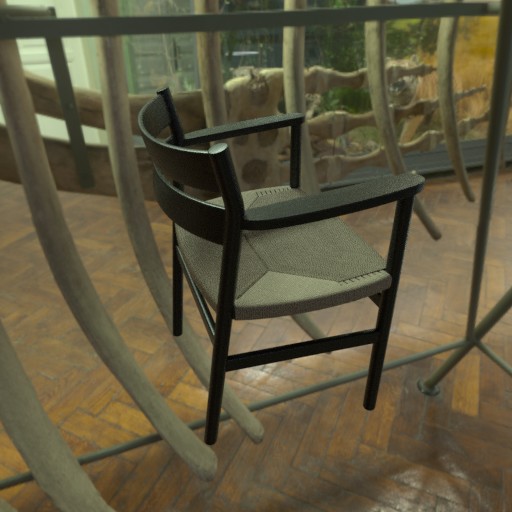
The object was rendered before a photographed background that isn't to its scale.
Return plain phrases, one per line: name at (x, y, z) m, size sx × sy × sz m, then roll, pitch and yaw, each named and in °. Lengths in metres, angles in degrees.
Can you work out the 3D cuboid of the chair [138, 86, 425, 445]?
chair at (0.000, 0.000, 1.166) m, size 0.508 × 0.775 × 0.630 m, roll -10°, pitch 32°, yaw -17°
